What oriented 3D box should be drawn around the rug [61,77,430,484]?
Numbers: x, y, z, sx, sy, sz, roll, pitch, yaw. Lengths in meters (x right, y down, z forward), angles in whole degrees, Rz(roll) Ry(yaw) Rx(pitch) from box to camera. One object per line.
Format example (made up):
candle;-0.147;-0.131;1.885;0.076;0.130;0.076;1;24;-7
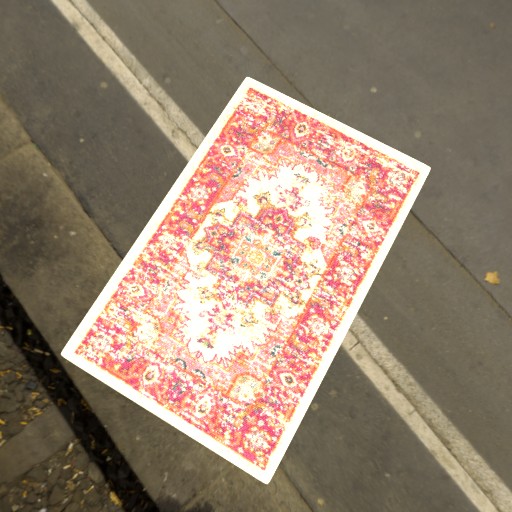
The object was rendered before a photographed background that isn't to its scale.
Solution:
rug;0.000;0.000;1.093;0.556;0.004;0.868;29;77;7
